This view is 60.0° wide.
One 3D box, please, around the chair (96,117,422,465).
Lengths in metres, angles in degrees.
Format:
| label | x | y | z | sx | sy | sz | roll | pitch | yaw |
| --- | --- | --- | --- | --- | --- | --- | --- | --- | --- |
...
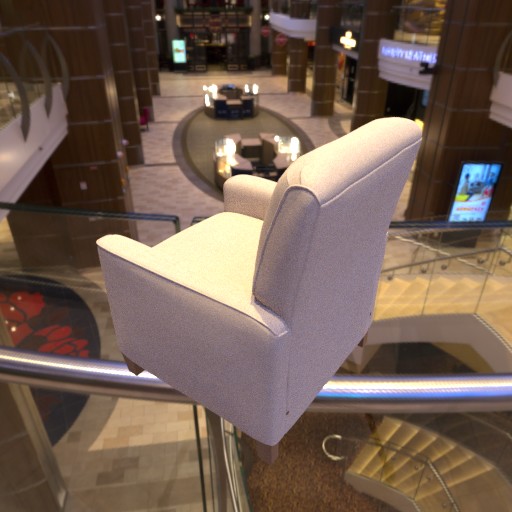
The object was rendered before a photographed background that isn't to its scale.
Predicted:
| label | x | y | z | sx | sy | sz | roll | pitch | yaw |
| --- | --- | --- | --- | --- | --- | --- | --- | --- | --- |
| chair | 0.000 | 0.000 | 1.640 | 0.858 | 1.023 | 0.841 | 21 | 37 | 31 |
